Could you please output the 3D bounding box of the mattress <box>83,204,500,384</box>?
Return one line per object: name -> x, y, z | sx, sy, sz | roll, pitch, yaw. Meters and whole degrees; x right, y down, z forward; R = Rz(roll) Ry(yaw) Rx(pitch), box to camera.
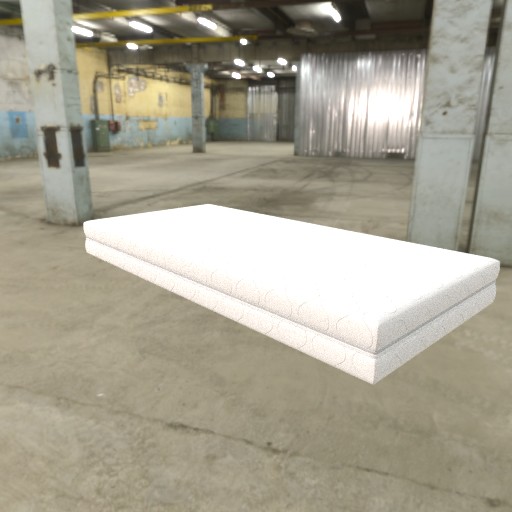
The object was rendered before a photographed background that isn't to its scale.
mattress -> 0.000, 0.000, 2.156 | 0.900, 0.200, 1.900 | -15, 21, -41
